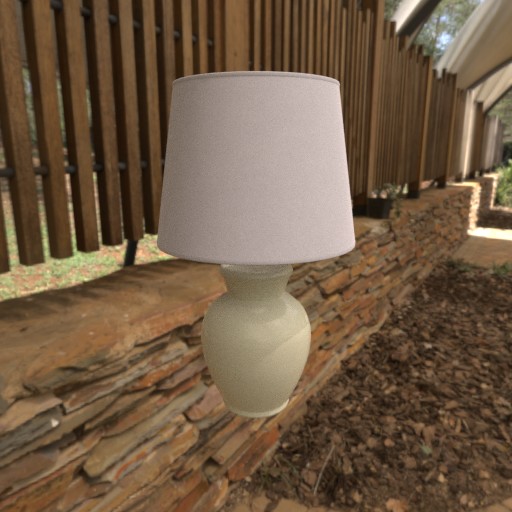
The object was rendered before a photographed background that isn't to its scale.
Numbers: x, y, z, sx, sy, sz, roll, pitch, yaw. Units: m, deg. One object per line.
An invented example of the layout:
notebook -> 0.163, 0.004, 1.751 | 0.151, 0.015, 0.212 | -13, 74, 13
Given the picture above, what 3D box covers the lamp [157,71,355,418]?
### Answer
lamp -> 0.000, 0.000, 0.551 | 0.239, 0.399, 0.239 | 0, 13, 0
